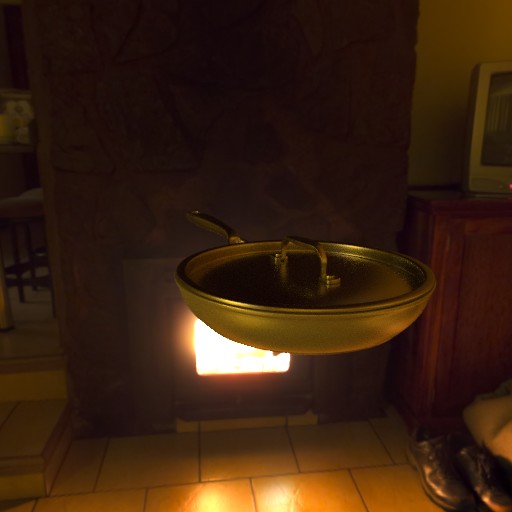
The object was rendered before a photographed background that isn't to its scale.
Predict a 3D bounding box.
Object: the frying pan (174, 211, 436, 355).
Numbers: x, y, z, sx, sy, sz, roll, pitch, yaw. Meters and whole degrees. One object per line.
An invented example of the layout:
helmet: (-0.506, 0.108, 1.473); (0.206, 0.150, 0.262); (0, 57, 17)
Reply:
frying pan: (0.000, 0.000, 0.578); (0.272, 0.086, 0.490); (-7, 16, -26)
